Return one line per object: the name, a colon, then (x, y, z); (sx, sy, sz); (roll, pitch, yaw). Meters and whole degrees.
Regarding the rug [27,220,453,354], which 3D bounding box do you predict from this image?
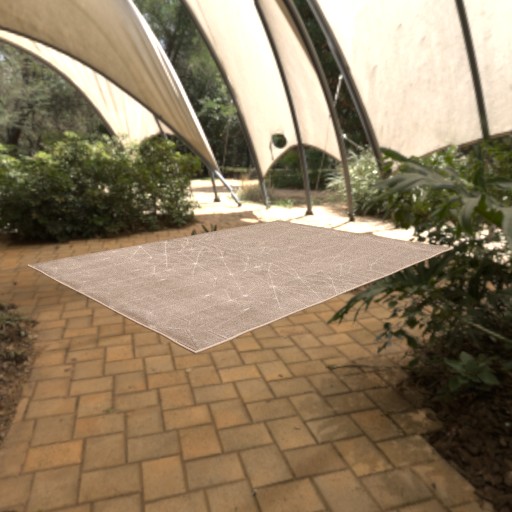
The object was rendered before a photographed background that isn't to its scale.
rug: (0.000, 0.000, 4.272); (2.449, 0.019, 3.357); (14, 20, 43)
